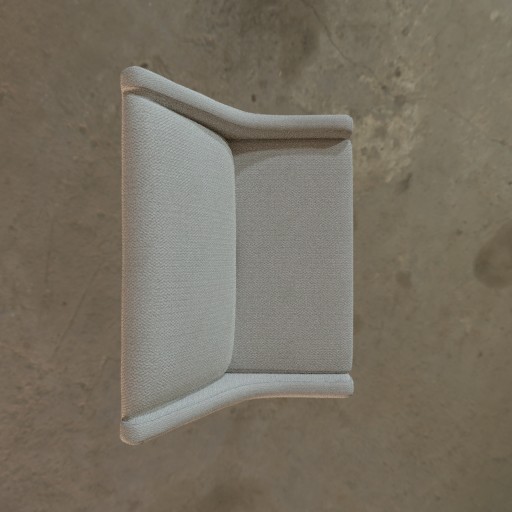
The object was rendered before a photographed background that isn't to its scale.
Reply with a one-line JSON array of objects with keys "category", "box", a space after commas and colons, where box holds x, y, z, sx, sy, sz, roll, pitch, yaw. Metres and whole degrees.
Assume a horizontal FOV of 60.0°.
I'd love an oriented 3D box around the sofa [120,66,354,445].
[{"category": "sofa", "box": [0.000, 0.000, 1.902, 0.870, 1.022, 1.242, 0, 90, 1]}]
